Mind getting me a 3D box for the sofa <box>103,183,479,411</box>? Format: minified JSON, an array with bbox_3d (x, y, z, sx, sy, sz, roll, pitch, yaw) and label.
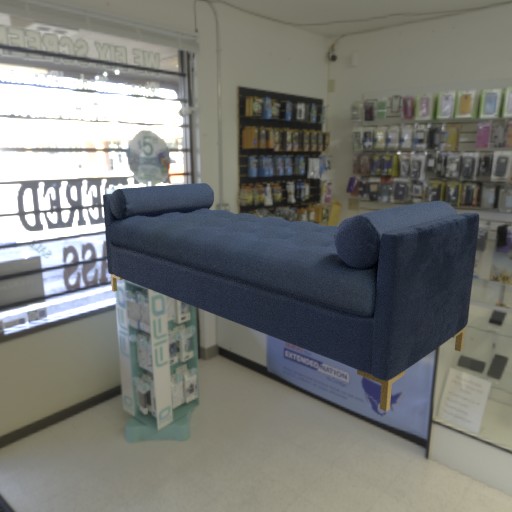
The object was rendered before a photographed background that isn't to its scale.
[{"bbox_3d":[0.000,0.000,2.495,2.102,0.705,0.796,13,18,43],"label":"sofa"}]
